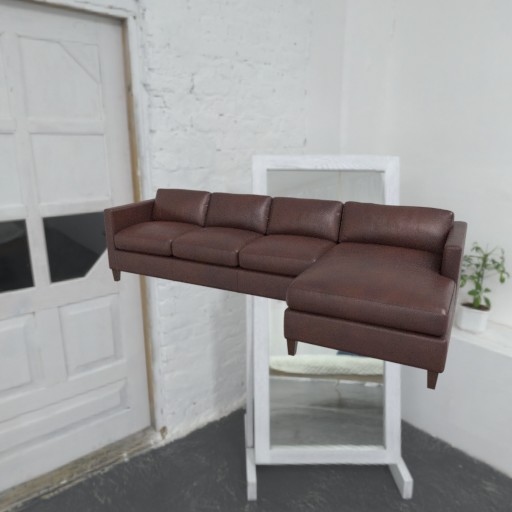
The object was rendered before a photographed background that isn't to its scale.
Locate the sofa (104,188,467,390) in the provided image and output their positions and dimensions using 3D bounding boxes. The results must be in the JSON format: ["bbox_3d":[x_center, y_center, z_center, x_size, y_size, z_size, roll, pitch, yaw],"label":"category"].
[{"bbox_3d":[0.000,0.000,3.825,3.203,0.883,1.581,8,18,26],"label":"sofa"}]
